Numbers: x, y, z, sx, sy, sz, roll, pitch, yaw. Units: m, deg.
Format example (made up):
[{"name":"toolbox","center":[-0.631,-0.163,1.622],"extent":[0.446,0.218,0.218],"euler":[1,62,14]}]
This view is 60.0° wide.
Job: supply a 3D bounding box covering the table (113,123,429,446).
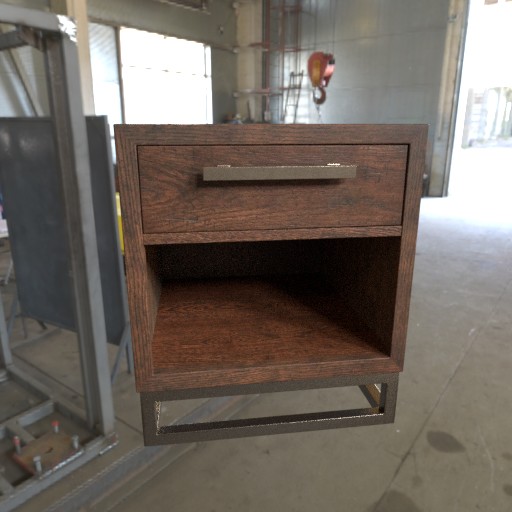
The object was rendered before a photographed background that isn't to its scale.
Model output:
[{"name":"table","center":[0.000,0.000,1.024],"extent":[0.506,0.582,0.566],"euler":[-2,16,-8]}]
